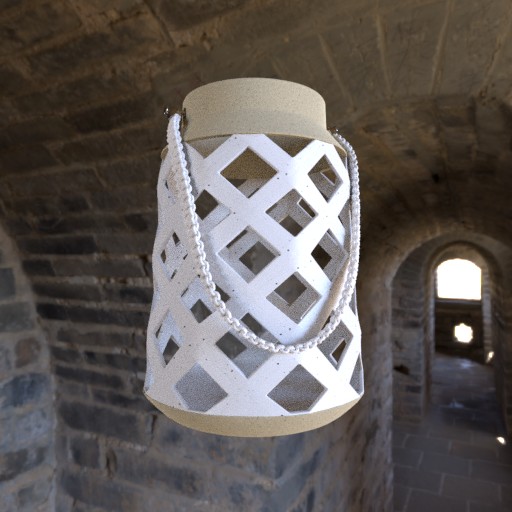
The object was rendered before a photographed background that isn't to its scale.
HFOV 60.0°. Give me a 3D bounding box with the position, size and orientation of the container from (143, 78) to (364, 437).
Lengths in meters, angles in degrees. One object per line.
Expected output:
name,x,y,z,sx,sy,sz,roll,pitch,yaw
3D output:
container,0.000,0.000,0.385,0.188,0.264,0.198,1,-2,-20
